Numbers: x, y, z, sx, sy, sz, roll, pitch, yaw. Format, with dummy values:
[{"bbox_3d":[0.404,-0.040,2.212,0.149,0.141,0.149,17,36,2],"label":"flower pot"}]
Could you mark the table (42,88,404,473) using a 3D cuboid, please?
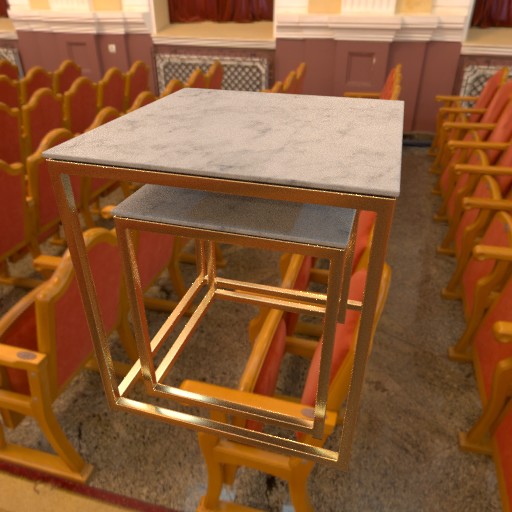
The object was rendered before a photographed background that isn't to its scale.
[{"bbox_3d":[0.000,0.000,0.836,0.450,0.500,0.450,9,32,14],"label":"table"}]
